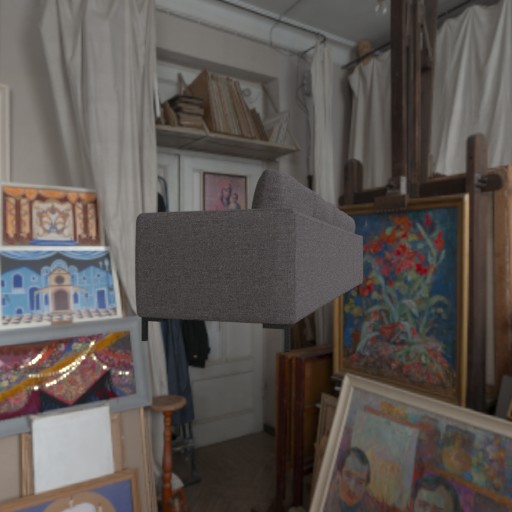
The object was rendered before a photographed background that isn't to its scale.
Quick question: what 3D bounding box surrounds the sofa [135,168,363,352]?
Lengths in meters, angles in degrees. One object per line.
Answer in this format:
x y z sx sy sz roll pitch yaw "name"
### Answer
0.000 0.000 3.194 1.258 0.754 2.731 0 0 19 "sofa"
